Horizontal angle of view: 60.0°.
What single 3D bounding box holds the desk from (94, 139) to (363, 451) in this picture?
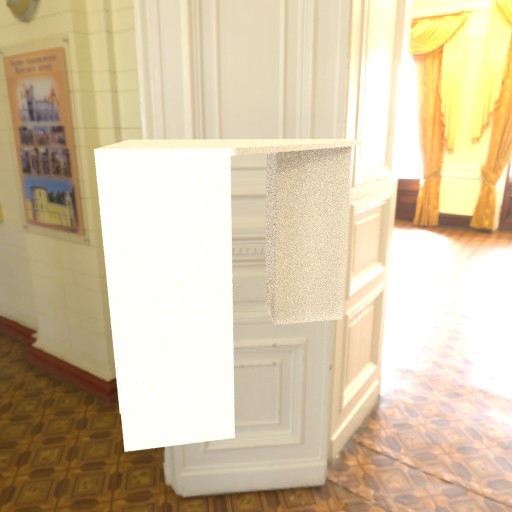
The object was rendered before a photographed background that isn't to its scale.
[{"bbox_3d":[0.000,0.000,1.645,0.926,0.818,0.940,-3,16,-10],"label":"desk"}]
